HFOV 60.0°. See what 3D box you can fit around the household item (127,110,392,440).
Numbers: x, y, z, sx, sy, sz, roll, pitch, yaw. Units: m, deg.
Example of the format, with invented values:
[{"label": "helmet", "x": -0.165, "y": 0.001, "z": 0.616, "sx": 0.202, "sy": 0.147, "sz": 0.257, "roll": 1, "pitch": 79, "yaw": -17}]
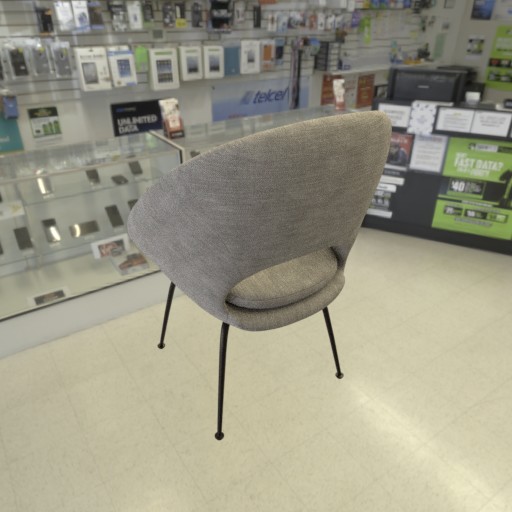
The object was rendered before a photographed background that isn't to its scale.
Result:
[{"label": "household item", "x": 0.000, "y": 0.000, "z": 1.254, "sx": 0.643, "sy": 0.869, "sz": 0.587, "roll": -17, "pitch": 34, "yaw": -27}]
